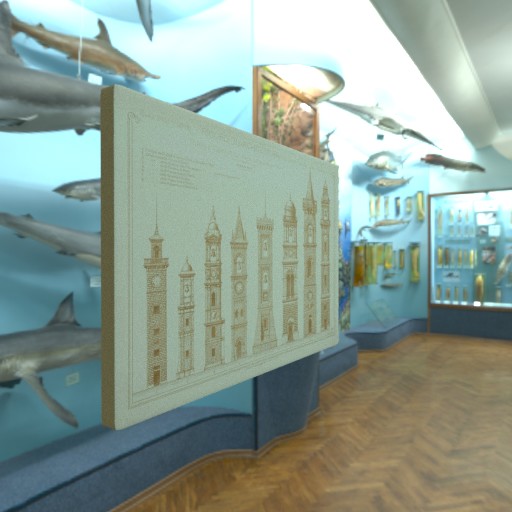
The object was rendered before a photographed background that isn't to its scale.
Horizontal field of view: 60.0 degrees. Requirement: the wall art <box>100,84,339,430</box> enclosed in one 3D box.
[{"bbox_3d":[0.000,0.000,0.482,0.019,0.254,0.380,0,1,35],"label":"wall art"}]
